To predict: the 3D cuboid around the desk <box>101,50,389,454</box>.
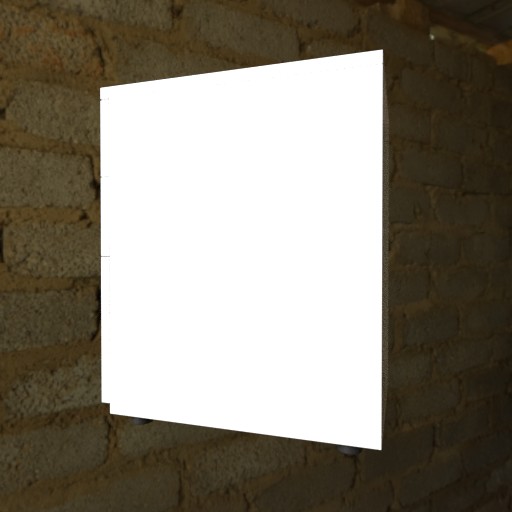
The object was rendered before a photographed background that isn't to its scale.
[{"bbox_3d":[0.000,0.000,1.066,0.600,0.730,0.404,0,1,18],"label":"desk"}]
